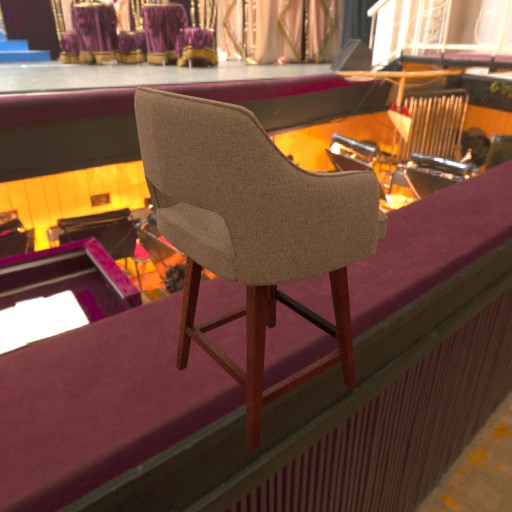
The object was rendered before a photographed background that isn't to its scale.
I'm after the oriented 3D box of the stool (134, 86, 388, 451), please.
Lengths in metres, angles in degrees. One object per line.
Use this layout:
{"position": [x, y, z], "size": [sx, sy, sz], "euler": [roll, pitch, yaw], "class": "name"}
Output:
{"position": [0.000, 0.000, 1.298], "size": [0.558, 0.944, 0.599], "euler": [-19, 32, -33], "class": "stool"}
